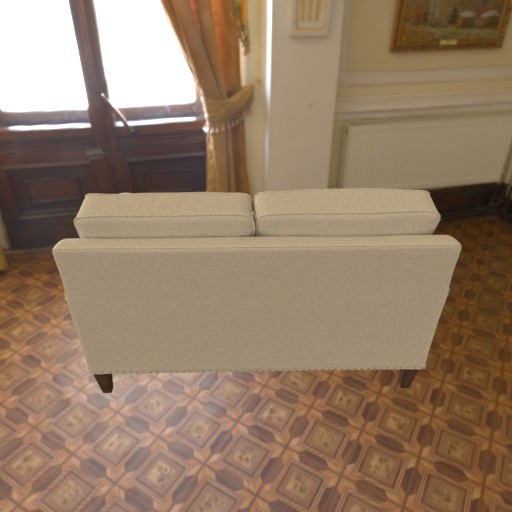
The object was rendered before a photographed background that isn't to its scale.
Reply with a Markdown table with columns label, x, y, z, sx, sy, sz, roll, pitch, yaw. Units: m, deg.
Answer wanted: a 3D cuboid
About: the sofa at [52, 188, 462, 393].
| label | x | y | z | sx | sy | sz | roll | pitch | yaw |
| --- | --- | --- | --- | --- | --- | --- | --- | --- | --- |
| sofa | 0.000 | 0.000 | 2.246 | 1.597 | 1.003 | 1.084 | -1 | 31 | -1 |
